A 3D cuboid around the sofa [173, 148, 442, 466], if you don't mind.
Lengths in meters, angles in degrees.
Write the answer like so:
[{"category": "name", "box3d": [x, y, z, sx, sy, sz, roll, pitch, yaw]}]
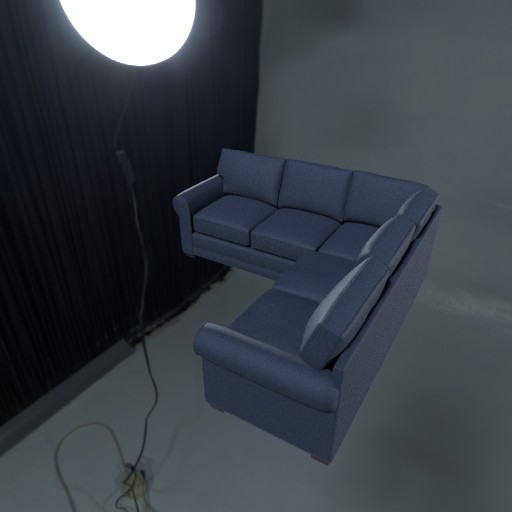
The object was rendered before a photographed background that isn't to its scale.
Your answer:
[{"category": "sofa", "box3d": [0.000, 0.000, 3.832, 2.487, 1.042, 2.562, 17, 34, 27]}]
